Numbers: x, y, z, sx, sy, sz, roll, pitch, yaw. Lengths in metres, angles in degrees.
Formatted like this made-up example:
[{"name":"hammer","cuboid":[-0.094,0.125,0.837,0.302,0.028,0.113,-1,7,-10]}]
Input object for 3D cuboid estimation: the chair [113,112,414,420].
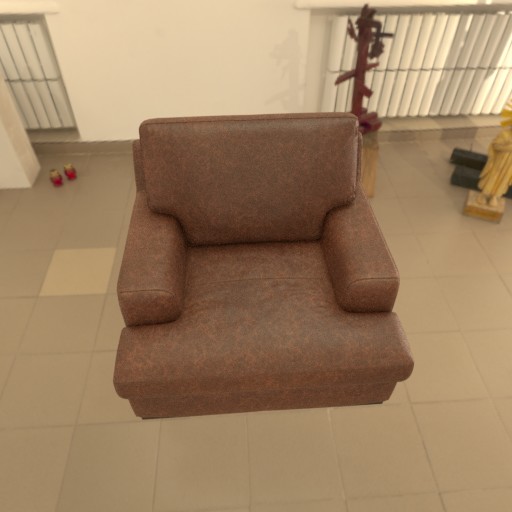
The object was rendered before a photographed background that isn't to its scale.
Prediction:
[{"name":"chair","cuboid":[0.000,0.000,1.982,1.168,0.939,1.143,-3,45,-3]}]
